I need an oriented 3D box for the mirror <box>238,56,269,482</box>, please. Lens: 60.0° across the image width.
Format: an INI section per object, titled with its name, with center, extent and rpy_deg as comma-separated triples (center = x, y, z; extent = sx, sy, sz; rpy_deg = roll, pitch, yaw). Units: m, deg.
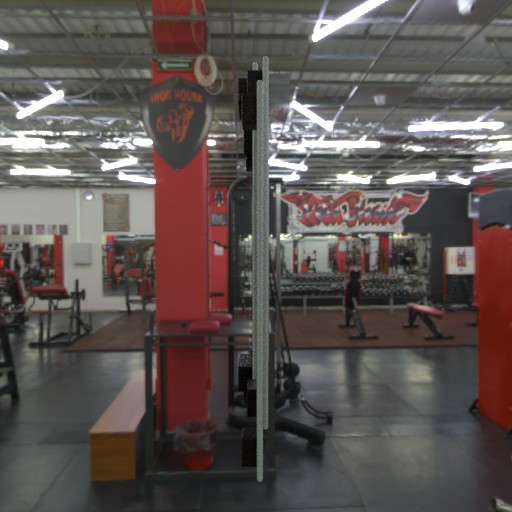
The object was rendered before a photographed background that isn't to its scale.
[mirror]
center = 0.000, 0.000, 0.808
extent = 0.058, 0.611, 0.445
rpy_deg = 0, 1, 0
